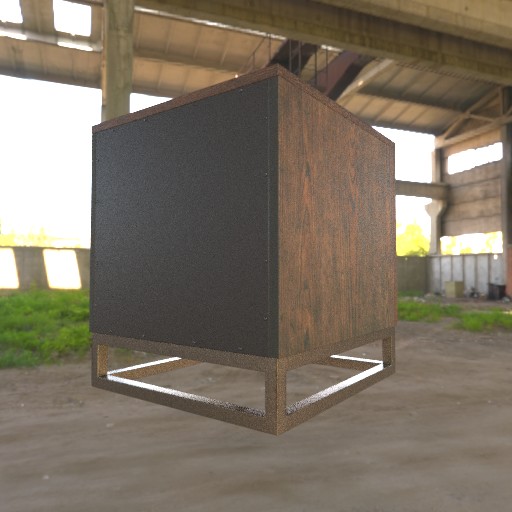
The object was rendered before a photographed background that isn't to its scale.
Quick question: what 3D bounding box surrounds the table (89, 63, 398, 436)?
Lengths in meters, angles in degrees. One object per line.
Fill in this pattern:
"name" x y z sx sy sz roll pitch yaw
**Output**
"table" 0.000 0.000 1.064 0.506 0.582 0.566 -1 -2 37
